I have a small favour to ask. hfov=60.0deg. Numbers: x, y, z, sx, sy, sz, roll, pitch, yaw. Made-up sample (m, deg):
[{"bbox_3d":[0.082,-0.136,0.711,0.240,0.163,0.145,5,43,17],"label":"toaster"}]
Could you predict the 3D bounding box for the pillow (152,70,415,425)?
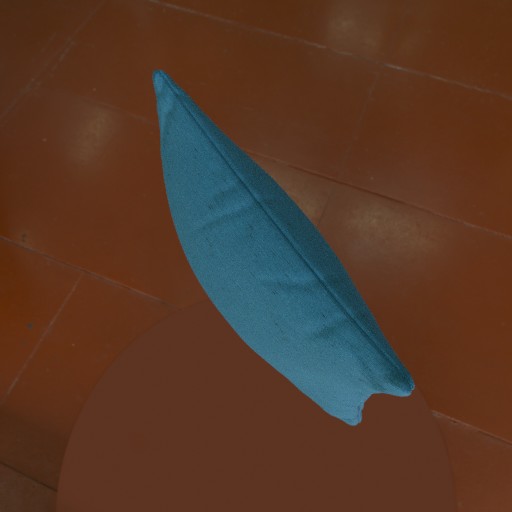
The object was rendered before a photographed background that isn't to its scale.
[{"bbox_3d":[0.000,0.000,0.770,0.210,0.338,0.633,-31,67,-14],"label":"pillow"}]
